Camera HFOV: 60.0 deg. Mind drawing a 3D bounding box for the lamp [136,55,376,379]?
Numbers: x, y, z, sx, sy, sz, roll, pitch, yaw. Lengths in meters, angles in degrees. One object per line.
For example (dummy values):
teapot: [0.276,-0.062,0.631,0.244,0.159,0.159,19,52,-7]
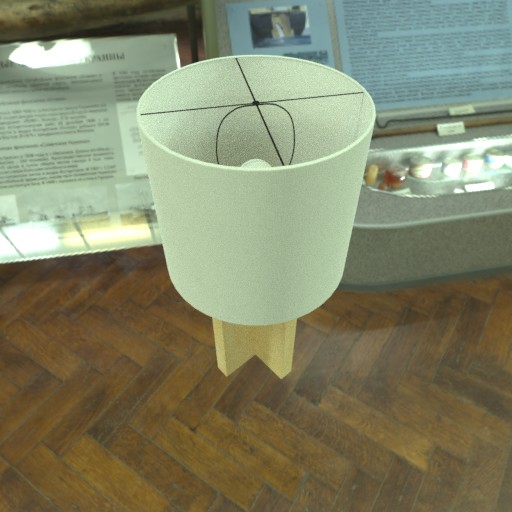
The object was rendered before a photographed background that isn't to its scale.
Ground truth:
lamp: [0.000,0.000,0.581,0.229,0.428,0.229,-33,54,-28]
